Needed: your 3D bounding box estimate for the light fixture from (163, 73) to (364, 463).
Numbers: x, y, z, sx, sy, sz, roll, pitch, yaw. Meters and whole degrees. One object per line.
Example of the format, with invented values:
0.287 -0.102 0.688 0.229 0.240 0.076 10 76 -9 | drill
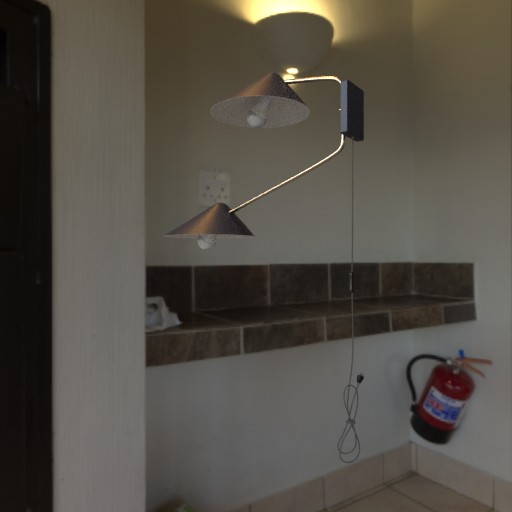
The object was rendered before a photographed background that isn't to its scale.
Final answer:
0.000 0.000 0.834 0.422 0.665 0.189 0 0 37 | light fixture
